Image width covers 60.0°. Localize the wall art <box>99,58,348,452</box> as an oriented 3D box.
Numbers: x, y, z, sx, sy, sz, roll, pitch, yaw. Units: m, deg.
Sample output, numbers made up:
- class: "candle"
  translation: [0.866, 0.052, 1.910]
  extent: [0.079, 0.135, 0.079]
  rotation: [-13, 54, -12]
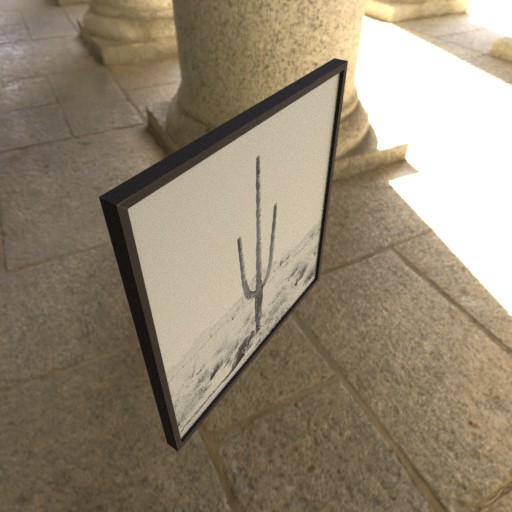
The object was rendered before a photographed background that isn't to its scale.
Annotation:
- class: "wall art"
  translation: [0.000, 0.000, 1.128]
  extent: [0.038, 0.762, 0.762]
  rotation: [24, 47, 25]
